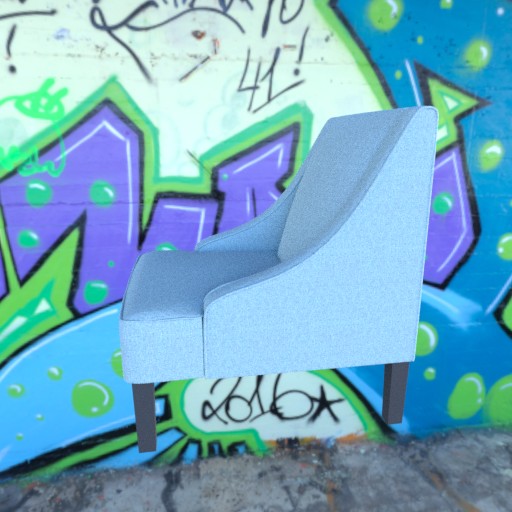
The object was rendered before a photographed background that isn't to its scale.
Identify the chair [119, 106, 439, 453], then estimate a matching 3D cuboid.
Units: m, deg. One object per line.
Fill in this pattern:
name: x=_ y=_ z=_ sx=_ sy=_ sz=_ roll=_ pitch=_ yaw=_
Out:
chair: x=0.000 y=0.000 z=1.823 sx=1.025 sy=1.133 sz=0.857 roll=-3 pitch=15 yaw=-9
